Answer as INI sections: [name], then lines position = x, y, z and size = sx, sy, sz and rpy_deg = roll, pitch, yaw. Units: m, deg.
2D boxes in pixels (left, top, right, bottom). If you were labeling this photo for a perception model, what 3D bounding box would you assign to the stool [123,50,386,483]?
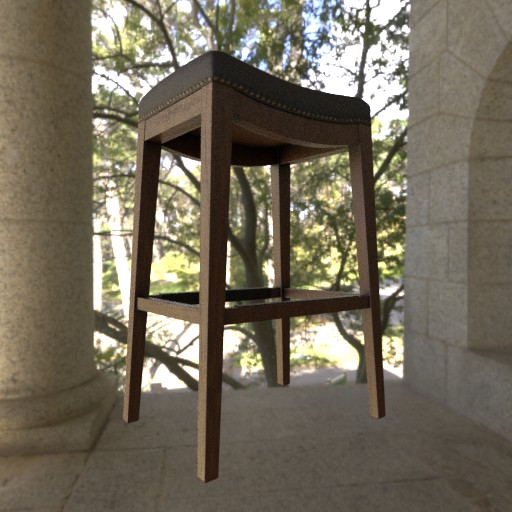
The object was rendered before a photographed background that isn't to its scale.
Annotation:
[stool]
position = 0.000, 0.000, 1.039
size = 0.500, 0.765, 0.361
rpy_deg = 0, 0, -38
